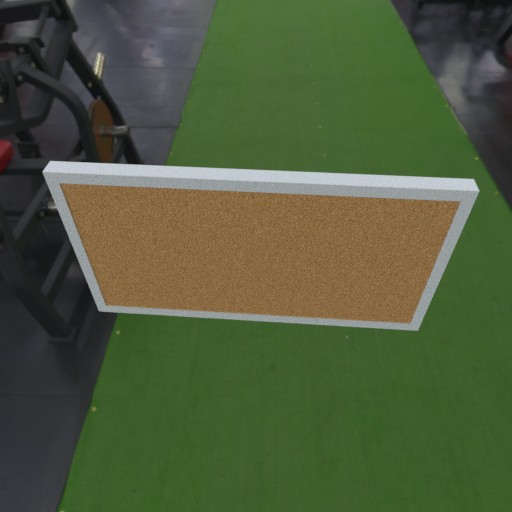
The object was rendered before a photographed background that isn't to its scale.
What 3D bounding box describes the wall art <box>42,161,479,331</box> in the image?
[{"bbox_3d":[0.000,0.000,0.987,0.812,0.431,0.038,3,45,3],"label":"wall art"}]
